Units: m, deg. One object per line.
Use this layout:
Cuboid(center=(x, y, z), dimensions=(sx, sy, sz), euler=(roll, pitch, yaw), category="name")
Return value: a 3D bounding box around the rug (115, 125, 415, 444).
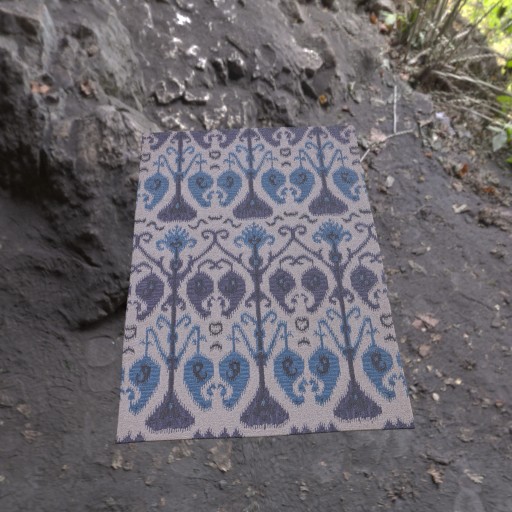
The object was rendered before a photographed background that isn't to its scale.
Cuboid(center=(0.000, 0.000, 2.976), dimensions=(1.676, 0.013, 2.261), euler=(-2, 63, -1), category="rug")
